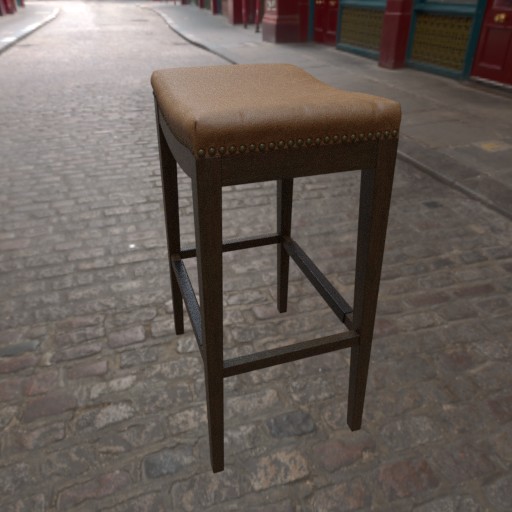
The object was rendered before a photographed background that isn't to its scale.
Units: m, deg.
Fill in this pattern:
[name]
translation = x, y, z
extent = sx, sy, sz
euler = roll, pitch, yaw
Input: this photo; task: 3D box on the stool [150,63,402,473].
[stool]
translation = 0.000, 0.000, 1.019
extent = 0.361, 0.759, 0.500
euler = -10, 32, -16
